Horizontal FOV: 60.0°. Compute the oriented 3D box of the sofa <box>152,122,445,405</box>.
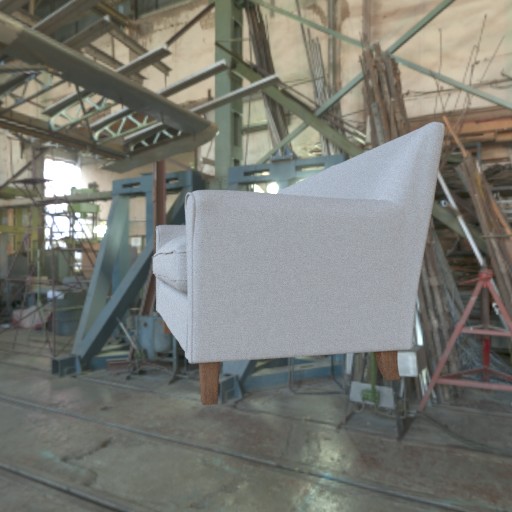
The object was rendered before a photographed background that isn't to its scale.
[{"bbox_3d":[0.000,0.000,2.055,0.888,0.890,1.482,0,-1,-17],"label":"sofa"}]
